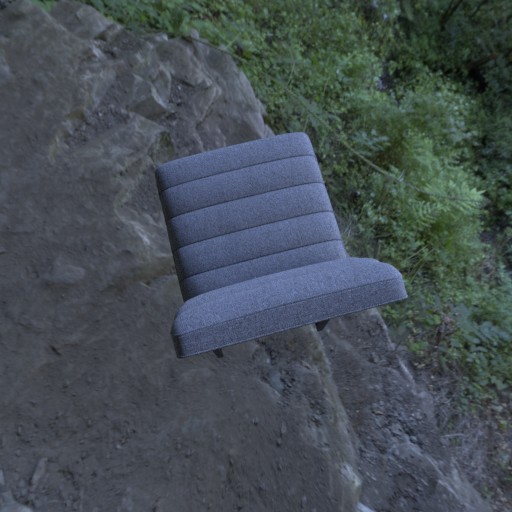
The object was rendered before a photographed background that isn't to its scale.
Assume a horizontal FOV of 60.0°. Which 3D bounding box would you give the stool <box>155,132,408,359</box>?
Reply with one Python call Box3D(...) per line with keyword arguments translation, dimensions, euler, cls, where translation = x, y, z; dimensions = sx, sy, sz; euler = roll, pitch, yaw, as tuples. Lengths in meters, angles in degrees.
Box3D(translation=(0.000, 0.000, 1.363), dimensions=(0.459, 1.034, 0.571), euler=(-14, 75, -4), cls="stool")
